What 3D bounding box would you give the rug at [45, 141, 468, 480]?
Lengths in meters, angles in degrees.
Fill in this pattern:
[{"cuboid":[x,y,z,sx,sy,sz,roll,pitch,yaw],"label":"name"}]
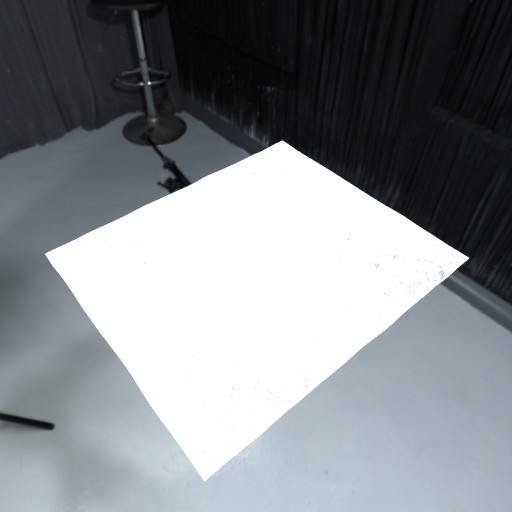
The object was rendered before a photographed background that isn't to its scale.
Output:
[{"cuboid":[0.000,0.000,0.878,0.639,0.006,0.548,-31,54,-26],"label":"rug"}]
